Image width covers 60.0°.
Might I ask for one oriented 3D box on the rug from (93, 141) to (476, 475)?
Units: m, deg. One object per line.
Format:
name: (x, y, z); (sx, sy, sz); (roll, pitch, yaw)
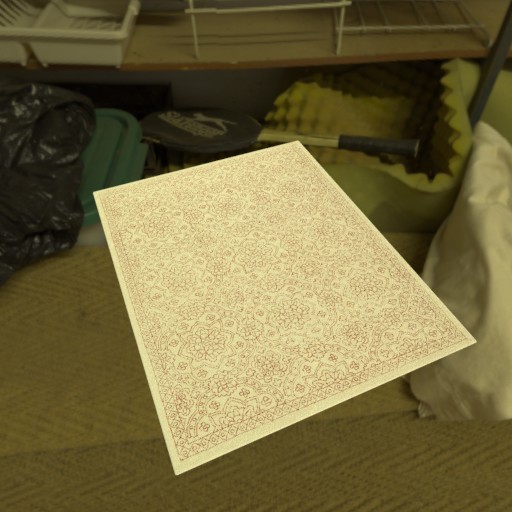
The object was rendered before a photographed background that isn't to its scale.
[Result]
rug: (0.000, 0.000, 4.078); (2.441, 0.015, 3.050); (-18, 50, -16)
